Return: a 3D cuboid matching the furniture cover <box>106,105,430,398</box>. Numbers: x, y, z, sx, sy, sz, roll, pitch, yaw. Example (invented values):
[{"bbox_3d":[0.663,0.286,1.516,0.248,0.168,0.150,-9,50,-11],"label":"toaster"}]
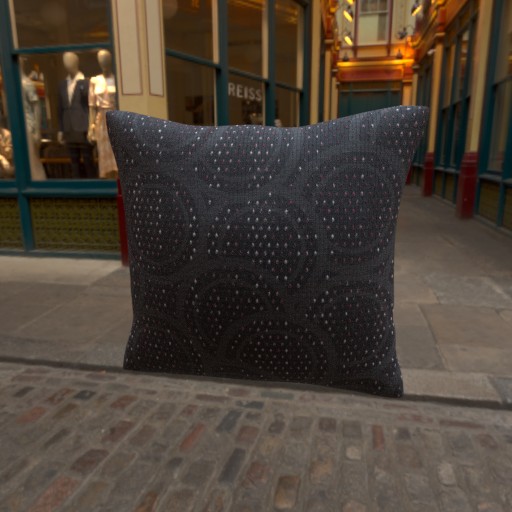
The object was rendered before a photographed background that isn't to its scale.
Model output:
[{"bbox_3d":[0.000,0.000,0.802,0.552,0.509,0.193,3,14,10],"label":"furniture cover"}]
